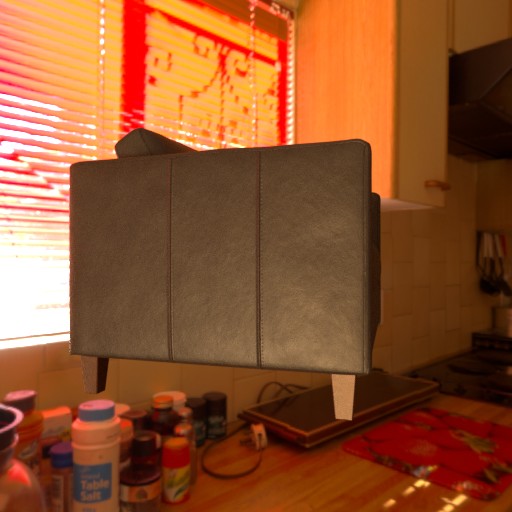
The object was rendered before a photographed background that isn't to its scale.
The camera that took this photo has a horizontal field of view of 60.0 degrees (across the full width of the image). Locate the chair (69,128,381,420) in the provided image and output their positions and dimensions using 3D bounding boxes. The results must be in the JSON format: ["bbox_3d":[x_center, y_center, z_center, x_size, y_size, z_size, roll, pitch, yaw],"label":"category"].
[{"bbox_3d":[0.000,0.000,1.589,0.862,0.811,0.939,0,-1,17],"label":"chair"}]
